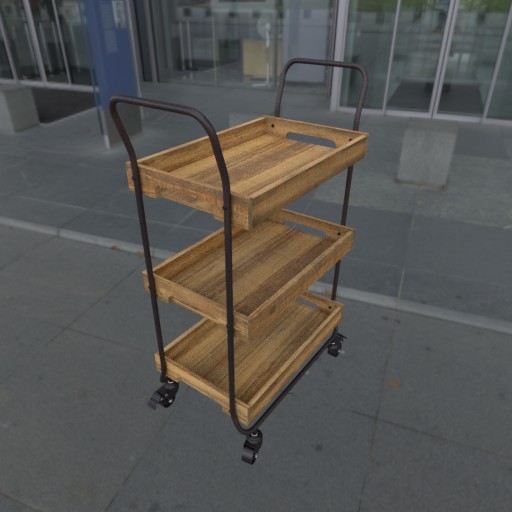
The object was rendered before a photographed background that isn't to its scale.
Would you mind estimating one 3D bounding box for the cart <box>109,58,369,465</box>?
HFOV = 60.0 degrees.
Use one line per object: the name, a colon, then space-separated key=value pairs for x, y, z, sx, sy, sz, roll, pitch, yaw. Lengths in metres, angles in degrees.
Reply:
cart: x=0.000 y=0.000 z=1.123 sx=0.339 sy=0.857 sz=0.583 roll=21 pitch=37 yaw=30
